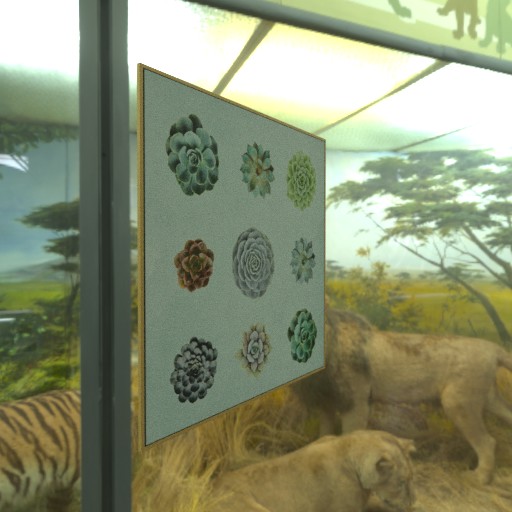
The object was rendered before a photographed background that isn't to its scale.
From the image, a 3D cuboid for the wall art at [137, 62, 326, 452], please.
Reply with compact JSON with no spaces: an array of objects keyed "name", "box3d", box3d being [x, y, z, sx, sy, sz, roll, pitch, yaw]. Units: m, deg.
[{"name":"wall art","box3d":[0.000,0.000,1.477,0.013,0.959,0.962,1,1,37]}]
